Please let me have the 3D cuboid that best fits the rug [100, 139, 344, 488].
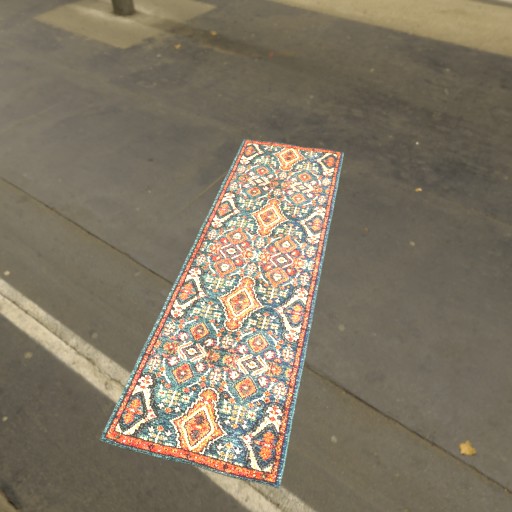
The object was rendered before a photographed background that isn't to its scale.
[{"bbox_3d":[0.000,0.000,2.662,0.801,0.010,2.459,10,48,9],"label":"rug"}]
